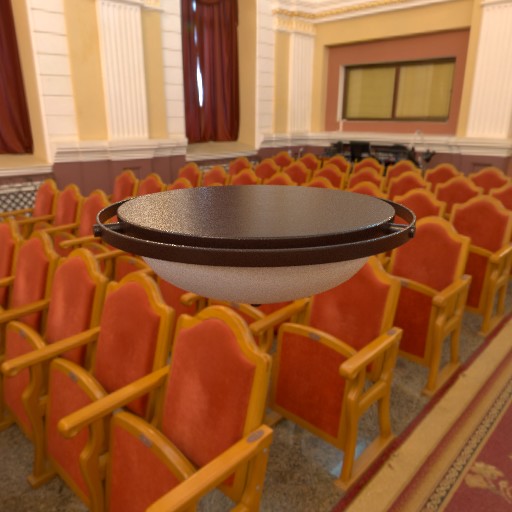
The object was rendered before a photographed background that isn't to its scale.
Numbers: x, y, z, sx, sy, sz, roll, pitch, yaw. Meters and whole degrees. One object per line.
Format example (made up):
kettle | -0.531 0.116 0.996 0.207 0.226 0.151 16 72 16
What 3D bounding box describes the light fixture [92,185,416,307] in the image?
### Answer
light fixture | 0.000 0.000 0.546 0.361 0.130 0.361 0 17 0
